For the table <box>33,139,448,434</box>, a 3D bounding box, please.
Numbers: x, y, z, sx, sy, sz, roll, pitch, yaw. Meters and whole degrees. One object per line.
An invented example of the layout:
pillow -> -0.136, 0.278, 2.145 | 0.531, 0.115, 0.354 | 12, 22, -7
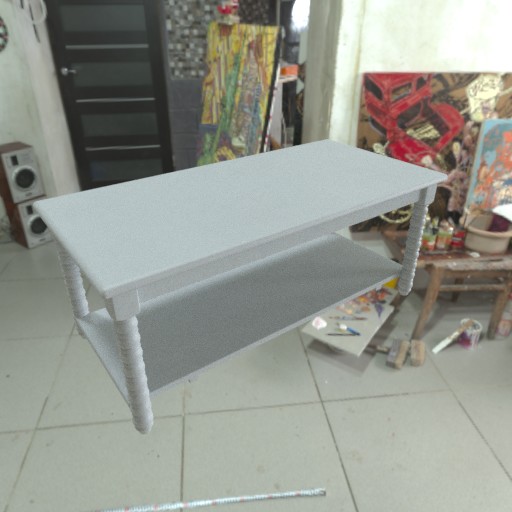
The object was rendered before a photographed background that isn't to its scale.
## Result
table -> 0.000, 0.000, 1.485 | 1.171, 0.487, 0.580 | -20, 35, -31
